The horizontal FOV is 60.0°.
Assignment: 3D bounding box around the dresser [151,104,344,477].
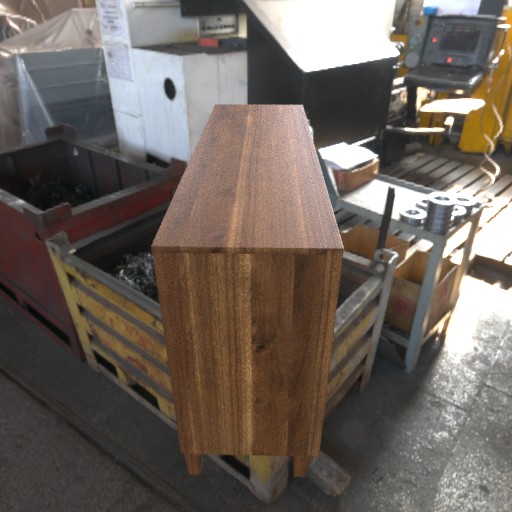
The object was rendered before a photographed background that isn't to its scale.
[{"bbox_3d":[0.000,0.000,1.813,0.438,0.892,1.387,1,31,1],"label":"dresser"}]
